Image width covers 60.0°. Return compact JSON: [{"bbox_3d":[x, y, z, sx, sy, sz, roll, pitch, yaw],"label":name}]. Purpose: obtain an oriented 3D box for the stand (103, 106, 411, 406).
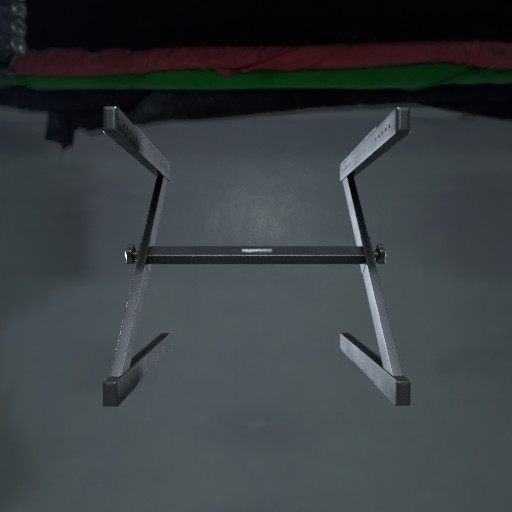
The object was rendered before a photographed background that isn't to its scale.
[{"bbox_3d":[0.000,0.000,1.187,0.700,0.617,0.586,0,0,0],"label":"stand"}]
